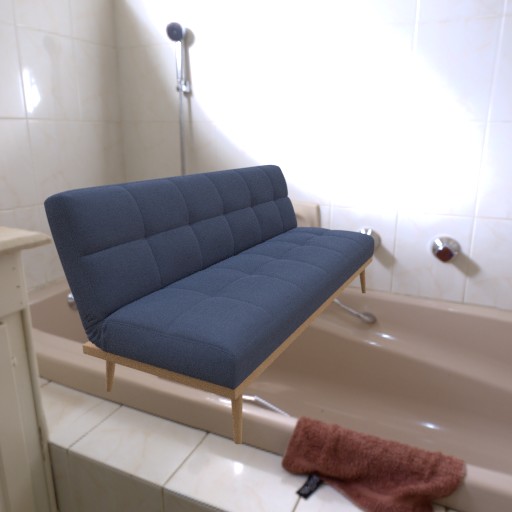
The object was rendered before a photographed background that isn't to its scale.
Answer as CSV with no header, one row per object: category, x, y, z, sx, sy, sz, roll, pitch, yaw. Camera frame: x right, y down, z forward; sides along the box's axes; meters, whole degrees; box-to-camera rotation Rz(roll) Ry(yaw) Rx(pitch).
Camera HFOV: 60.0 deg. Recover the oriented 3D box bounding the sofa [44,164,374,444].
sofa,0.000,0.000,2.235,0.796,0.800,1.800,8,17,27
